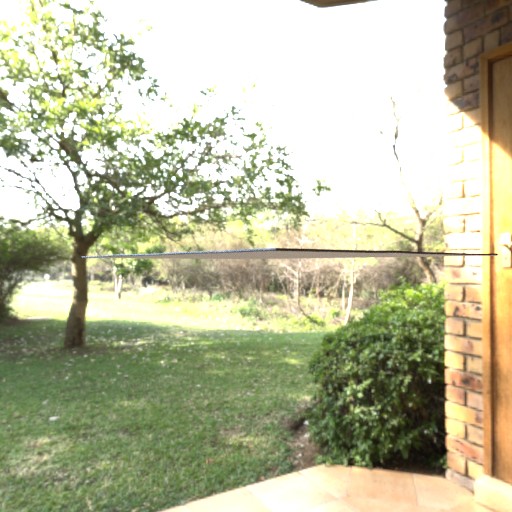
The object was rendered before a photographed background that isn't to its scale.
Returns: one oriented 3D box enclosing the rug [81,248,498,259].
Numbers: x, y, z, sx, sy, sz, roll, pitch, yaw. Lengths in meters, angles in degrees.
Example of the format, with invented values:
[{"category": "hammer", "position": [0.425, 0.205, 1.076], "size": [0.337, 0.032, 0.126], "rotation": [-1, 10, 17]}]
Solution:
[{"category": "rug", "position": [0.000, 0.000, 2.259], "size": [1.231, 0.012, 1.835], "rotation": [1, -1, -37]}]
